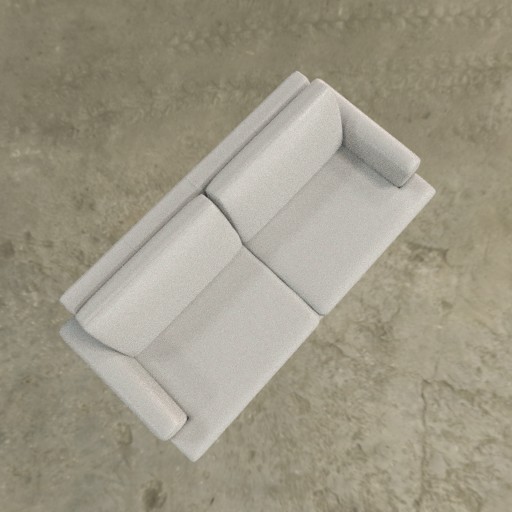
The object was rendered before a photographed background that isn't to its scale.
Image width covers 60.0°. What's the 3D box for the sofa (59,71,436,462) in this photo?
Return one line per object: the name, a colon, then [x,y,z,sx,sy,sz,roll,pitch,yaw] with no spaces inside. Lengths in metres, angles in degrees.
sofa: [0.000,0.000,2.365,0.974,0.765,1.940,42,80,9]
